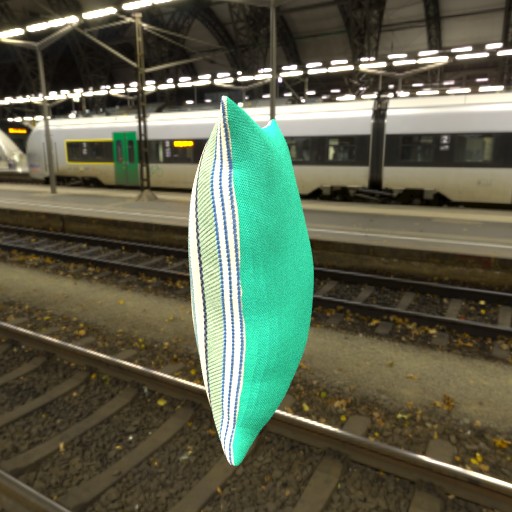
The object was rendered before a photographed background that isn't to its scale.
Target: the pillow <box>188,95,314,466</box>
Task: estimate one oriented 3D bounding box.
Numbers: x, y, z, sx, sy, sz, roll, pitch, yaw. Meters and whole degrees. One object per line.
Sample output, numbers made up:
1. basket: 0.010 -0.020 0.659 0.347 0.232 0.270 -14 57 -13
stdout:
1. pillow: 0.000 0.000 0.698 0.182 0.441 0.440 2 13 9
